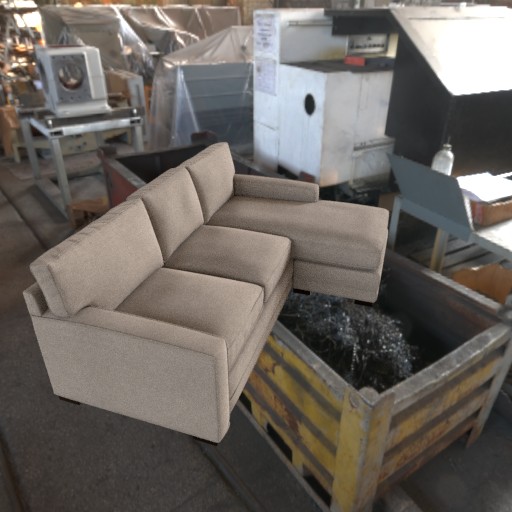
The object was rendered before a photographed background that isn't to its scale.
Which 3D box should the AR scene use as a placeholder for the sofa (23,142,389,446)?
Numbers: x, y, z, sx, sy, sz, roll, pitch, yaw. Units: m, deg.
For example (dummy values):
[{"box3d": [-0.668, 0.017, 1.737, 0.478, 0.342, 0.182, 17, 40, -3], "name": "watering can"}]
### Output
[{"box3d": [0.000, 0.000, 2.729, 1.496, 0.861, 2.087, 9, 31, 16], "name": "sofa"}]
